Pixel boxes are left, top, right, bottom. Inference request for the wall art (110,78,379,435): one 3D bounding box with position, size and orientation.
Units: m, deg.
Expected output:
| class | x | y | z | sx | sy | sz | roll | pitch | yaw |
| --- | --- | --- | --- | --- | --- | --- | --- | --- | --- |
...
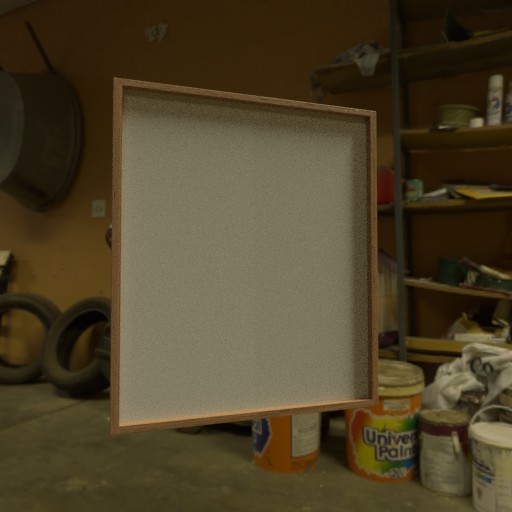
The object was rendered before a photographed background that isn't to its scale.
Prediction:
| class | x | y | z | sx | sy | sz | roll | pitch | yaw |
| --- | --- | --- | --- | --- | --- | --- | --- | --- | --- |
| wall art | 0.000 | 0.000 | 0.983 | 0.609 | 0.710 | 0.021 | 1 | -2 | -18 |
